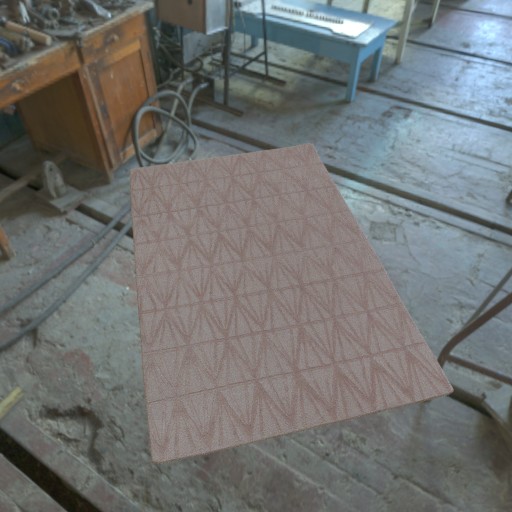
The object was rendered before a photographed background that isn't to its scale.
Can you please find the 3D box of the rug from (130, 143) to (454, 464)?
[{"bbox_3d":[0.000,0.000,2.304,1.230,0.025,1.837,-10,48,-9],"label":"rug"}]
